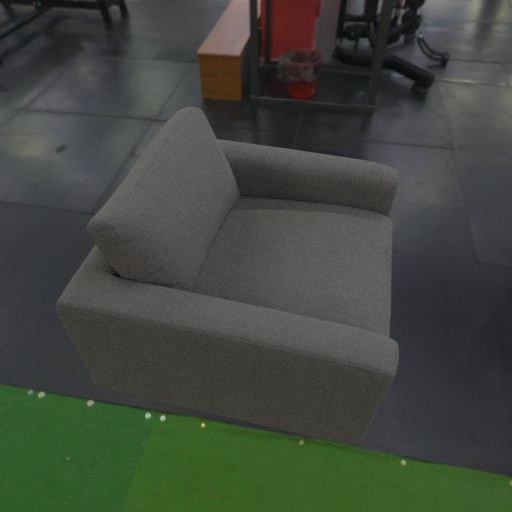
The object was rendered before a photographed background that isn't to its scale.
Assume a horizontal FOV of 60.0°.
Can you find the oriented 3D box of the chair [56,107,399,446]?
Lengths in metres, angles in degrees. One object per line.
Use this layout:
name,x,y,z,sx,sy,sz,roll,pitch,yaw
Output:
chair,0.000,0.000,1.820,1.100,0.847,1.070,10,47,9
